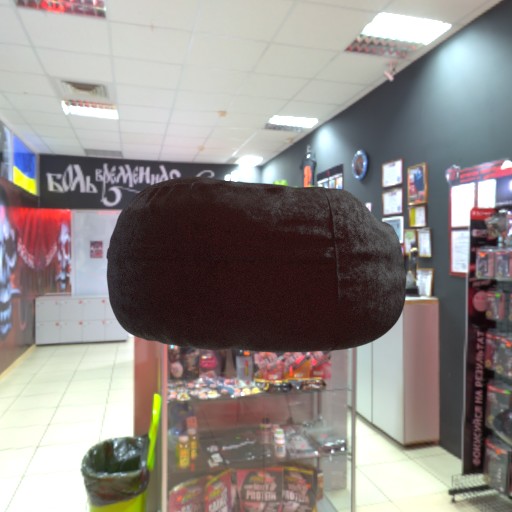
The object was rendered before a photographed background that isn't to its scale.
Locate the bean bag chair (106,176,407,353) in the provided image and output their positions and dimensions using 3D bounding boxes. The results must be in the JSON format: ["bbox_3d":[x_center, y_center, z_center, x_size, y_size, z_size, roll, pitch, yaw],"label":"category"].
[{"bbox_3d":[0.000,0.000,2.370,1.525,0.751,1.525,0,1,0],"label":"bean bag chair"}]
